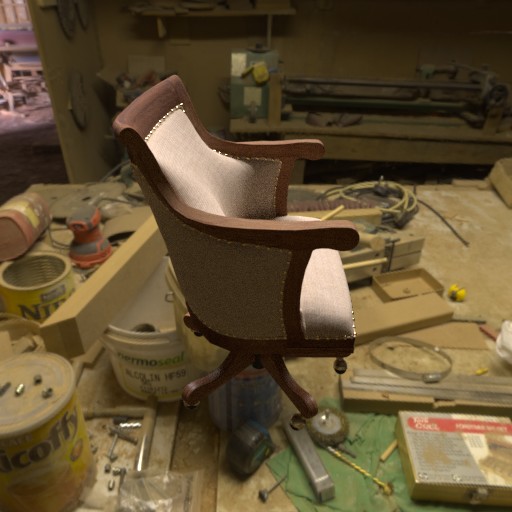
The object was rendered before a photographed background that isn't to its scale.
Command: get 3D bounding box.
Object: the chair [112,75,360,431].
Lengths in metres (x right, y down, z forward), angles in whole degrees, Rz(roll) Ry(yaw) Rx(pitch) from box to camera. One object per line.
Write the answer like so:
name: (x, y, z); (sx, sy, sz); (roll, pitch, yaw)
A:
chair: (0.000, 0.000, 1.387); (0.689, 0.965, 0.656); (0, 32, 0)
